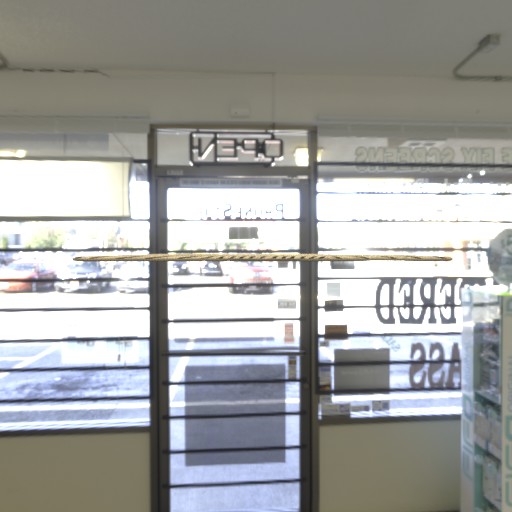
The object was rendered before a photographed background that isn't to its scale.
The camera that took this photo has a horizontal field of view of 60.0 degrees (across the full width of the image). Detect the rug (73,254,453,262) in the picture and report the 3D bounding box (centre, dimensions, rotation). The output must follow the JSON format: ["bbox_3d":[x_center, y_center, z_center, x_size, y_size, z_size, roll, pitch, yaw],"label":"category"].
[{"bbox_3d":[0.000,0.000,2.346,1.237,0.019,1.842,0,1,-2],"label":"rug"}]
